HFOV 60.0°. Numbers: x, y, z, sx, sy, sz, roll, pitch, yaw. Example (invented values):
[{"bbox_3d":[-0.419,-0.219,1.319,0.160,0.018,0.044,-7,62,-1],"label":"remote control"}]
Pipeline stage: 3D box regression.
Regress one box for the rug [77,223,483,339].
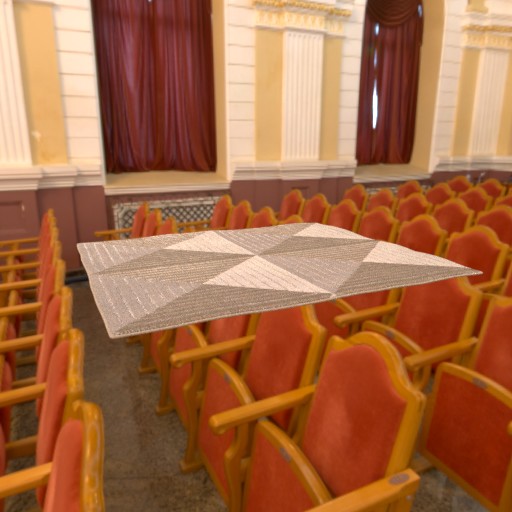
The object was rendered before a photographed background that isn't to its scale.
[{"bbox_3d":[0.000,0.000,0.892,0.642,0.008,0.551,-7,16,-24],"label":"rug"}]
